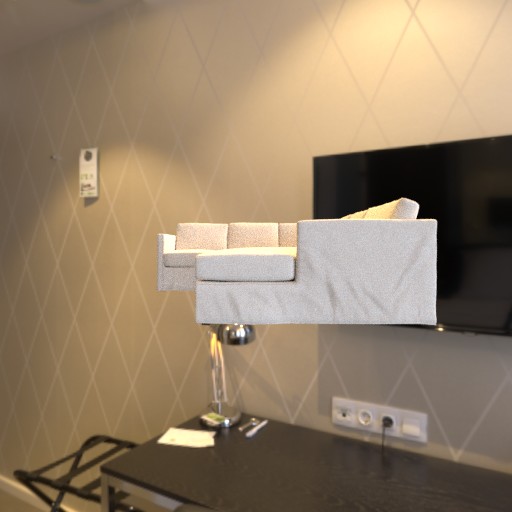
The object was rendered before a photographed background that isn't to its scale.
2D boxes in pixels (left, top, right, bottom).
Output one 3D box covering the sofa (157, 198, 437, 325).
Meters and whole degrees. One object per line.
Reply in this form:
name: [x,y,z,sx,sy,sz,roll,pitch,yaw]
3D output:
sofa: [0.000,0.000,4.608,2.427,0.882,3.460,0,1,1]
